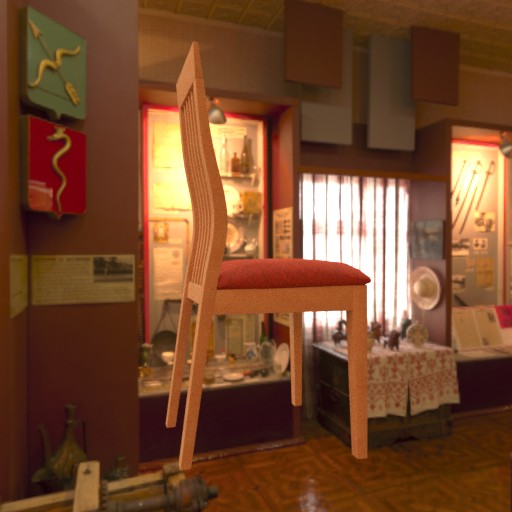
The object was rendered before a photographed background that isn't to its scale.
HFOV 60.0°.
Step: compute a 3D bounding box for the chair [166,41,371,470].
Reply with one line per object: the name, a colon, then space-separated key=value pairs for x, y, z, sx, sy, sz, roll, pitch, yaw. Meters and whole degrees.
chair: x=0.000 y=0.000 z=1.260 sx=0.474 sy=1.027 sz=0.460 roll=0 pitch=1 yaw=-18
